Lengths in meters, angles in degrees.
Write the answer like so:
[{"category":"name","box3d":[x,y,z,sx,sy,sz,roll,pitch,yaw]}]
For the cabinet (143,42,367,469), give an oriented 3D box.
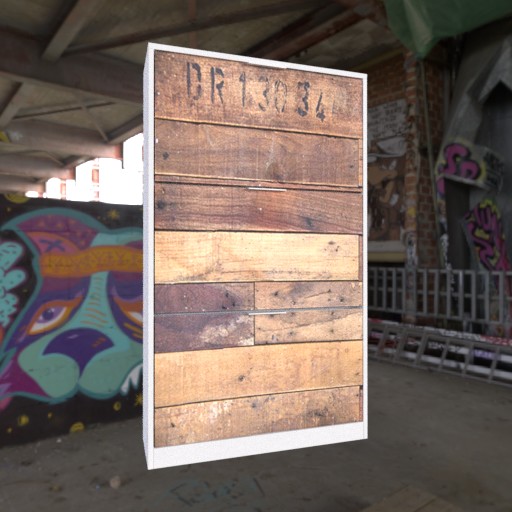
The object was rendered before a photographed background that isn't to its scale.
[{"category":"cabinet","box3d":[0.000,0.000,1.548,0.750,1.280,0.250,0,0,-18]}]
